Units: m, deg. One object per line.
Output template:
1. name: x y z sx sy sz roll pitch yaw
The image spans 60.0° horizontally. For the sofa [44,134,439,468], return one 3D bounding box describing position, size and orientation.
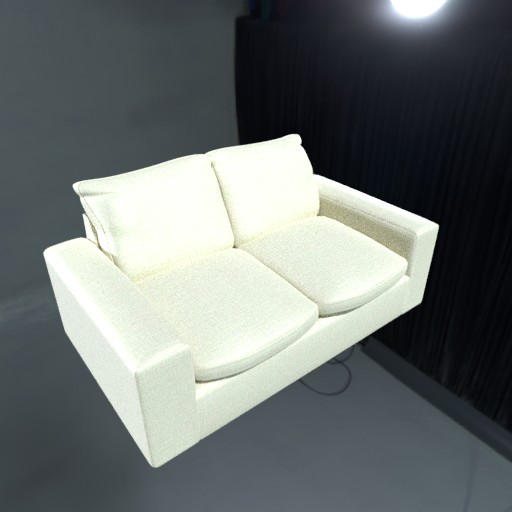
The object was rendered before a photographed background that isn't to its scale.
1. sofa: 0.000 0.000 2.272 1.754 0.875 1.091 -22 37 -32
